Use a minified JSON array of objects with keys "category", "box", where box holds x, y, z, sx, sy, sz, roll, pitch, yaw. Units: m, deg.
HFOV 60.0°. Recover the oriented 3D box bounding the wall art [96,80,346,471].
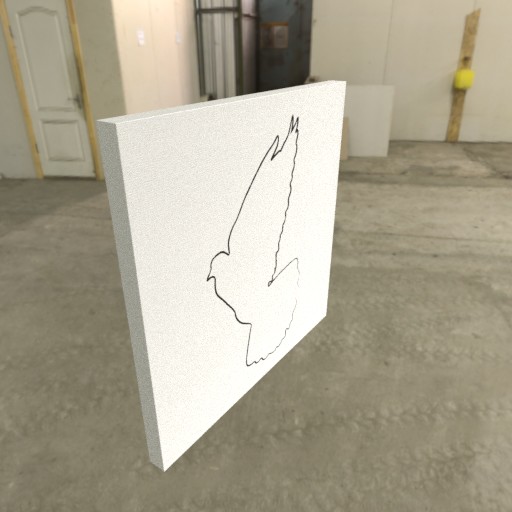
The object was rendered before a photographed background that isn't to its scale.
[{"category":"wall art","box":[0.000,0.000,0.888,0.038,0.610,0.610,18,32,32]}]
